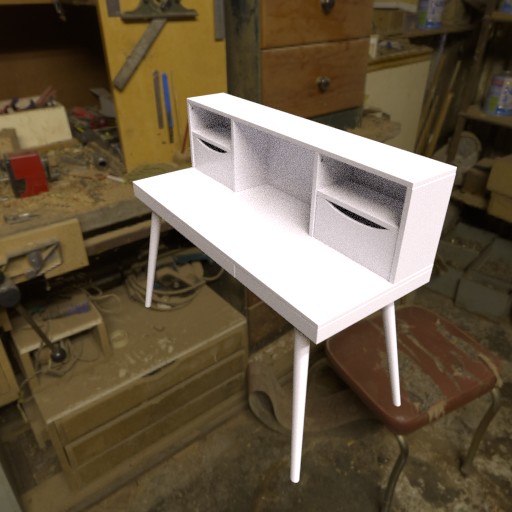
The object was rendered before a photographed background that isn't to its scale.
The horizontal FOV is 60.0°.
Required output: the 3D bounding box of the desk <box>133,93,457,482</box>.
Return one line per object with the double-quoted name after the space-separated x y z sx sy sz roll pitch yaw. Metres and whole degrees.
0.000 0.000 1.769 0.559 0.990 1.199 -21 38 -30 "desk"
